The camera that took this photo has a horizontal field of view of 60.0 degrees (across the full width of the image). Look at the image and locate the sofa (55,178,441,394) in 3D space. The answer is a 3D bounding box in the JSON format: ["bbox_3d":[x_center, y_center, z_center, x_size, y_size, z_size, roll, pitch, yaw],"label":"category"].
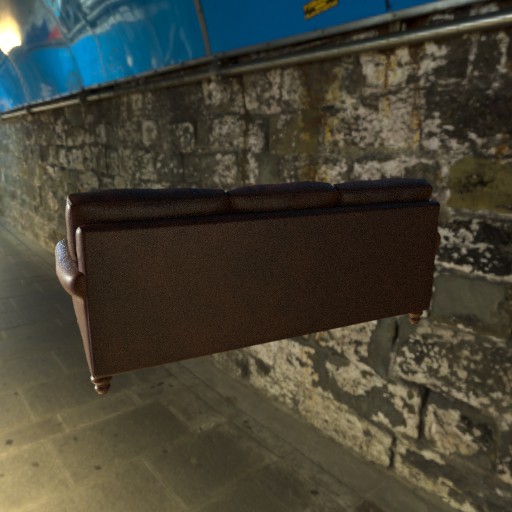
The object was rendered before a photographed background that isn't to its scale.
[{"bbox_3d":[0.000,0.000,2.852,2.351,0.977,0.973,-7,15,-25],"label":"sofa"}]
